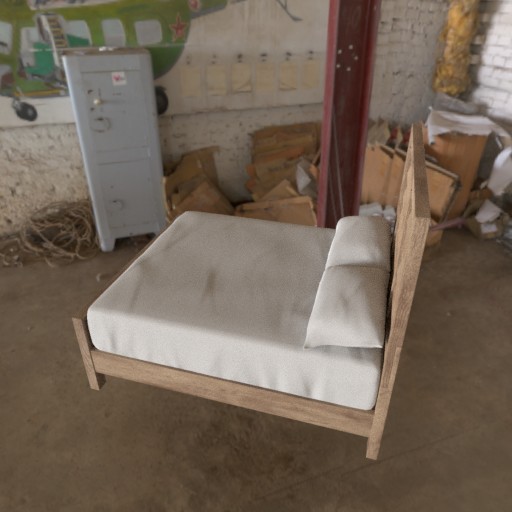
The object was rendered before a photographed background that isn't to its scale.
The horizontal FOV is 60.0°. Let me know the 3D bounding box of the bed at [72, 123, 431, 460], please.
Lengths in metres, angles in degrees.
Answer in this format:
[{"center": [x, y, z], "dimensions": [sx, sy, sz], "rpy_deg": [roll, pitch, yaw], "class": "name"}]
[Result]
[{"center": [0.000, 0.000, 3.187], "dimensions": [2.017, 1.631, 1.615], "rpy_deg": [9, 32, 14], "class": "bed"}]
